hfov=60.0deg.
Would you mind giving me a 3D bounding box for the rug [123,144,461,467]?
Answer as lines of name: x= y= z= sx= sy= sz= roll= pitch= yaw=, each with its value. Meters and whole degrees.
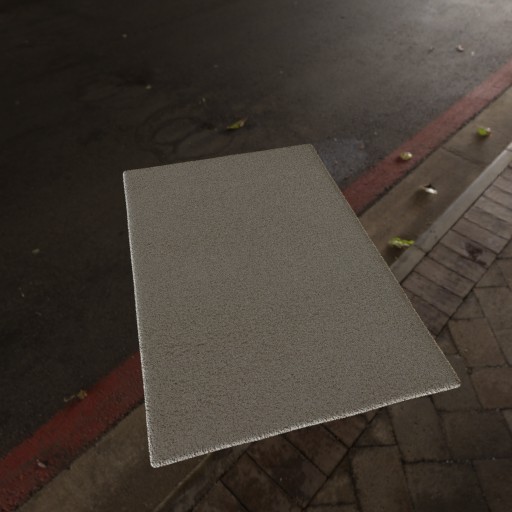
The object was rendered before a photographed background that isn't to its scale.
rug: x=0.000 y=0.000 z=2.235 sx=1.219 sy=0.030 sz=1.778 roll=-11 pitch=48 yaw=-10
